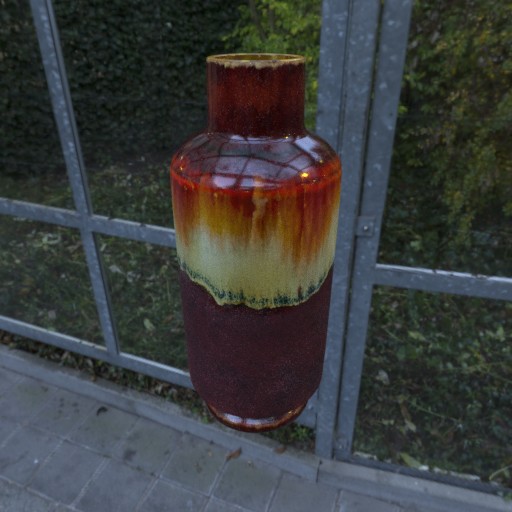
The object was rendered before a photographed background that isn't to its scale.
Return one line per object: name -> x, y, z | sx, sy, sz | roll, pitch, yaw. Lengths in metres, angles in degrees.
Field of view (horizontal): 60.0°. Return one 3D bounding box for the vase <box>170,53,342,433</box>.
vase -> 0.000, 0.000, 0.317 | 0.111, 0.261, 0.111 | 0, 28, 0
